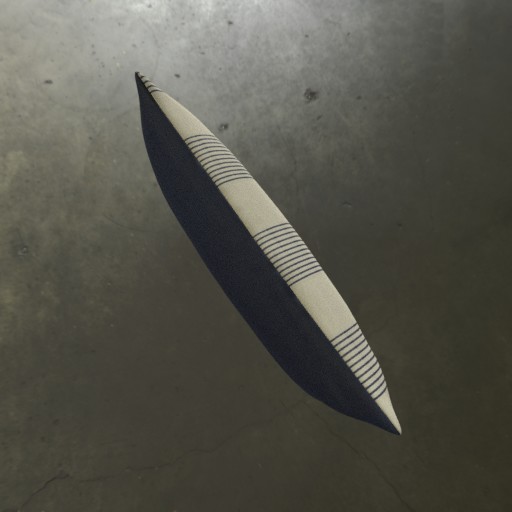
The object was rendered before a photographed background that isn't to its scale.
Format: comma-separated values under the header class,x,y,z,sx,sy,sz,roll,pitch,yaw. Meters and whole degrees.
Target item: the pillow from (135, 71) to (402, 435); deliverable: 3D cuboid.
class,x,y,z,sx,sy,sz,roll,pitch,yaw
pillow,0.000,0.000,0.721,0.151,0.287,0.610,-34,78,-8
